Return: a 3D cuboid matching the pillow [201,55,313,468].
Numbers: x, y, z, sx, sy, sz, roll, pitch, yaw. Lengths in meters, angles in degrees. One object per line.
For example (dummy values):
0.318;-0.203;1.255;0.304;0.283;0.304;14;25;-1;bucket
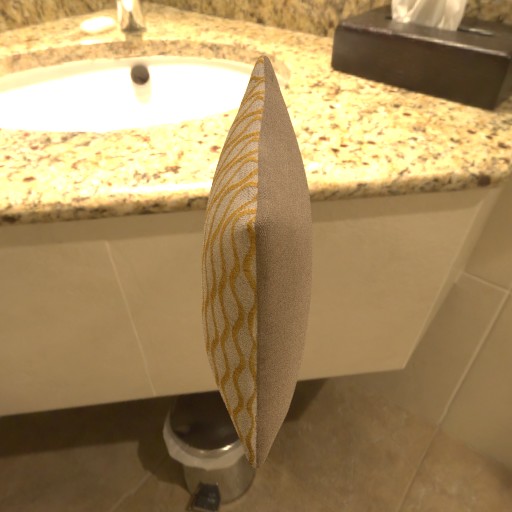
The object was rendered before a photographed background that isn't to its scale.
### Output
0.000;0.000;0.647;0.159;0.436;0.429;0;42;0;pillow
